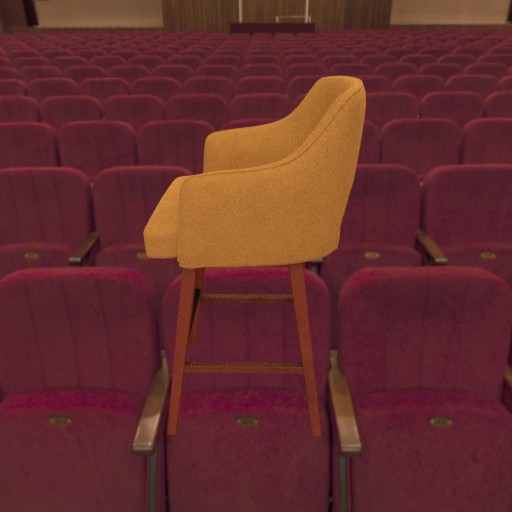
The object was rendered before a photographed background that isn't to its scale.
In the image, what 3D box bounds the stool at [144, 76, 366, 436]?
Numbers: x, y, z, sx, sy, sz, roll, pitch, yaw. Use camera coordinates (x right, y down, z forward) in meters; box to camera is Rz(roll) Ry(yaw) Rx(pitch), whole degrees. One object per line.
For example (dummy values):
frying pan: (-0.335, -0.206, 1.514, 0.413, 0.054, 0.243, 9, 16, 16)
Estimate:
stool: (0.000, 0.000, 1.358, 0.558, 1.012, 0.548, 0, 27, 1)
